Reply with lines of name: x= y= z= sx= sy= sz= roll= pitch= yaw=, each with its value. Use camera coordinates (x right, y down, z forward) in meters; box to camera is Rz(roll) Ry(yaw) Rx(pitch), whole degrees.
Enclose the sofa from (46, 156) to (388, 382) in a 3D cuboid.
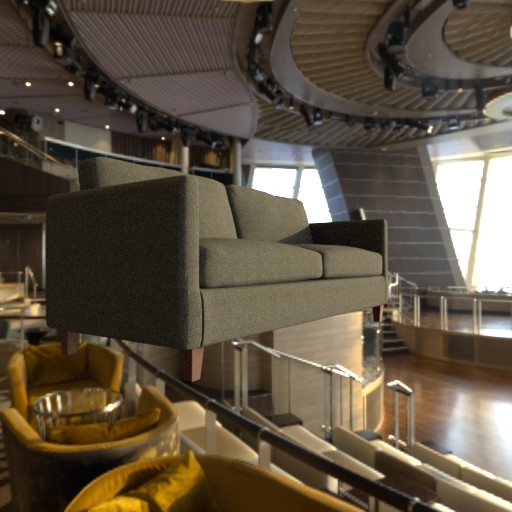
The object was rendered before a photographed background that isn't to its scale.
sofa: x=0.000 y=0.000 z=2.733 sx=0.948 sy=0.965 sz=2.208 roll=0 pitch=-1 yaw=35
